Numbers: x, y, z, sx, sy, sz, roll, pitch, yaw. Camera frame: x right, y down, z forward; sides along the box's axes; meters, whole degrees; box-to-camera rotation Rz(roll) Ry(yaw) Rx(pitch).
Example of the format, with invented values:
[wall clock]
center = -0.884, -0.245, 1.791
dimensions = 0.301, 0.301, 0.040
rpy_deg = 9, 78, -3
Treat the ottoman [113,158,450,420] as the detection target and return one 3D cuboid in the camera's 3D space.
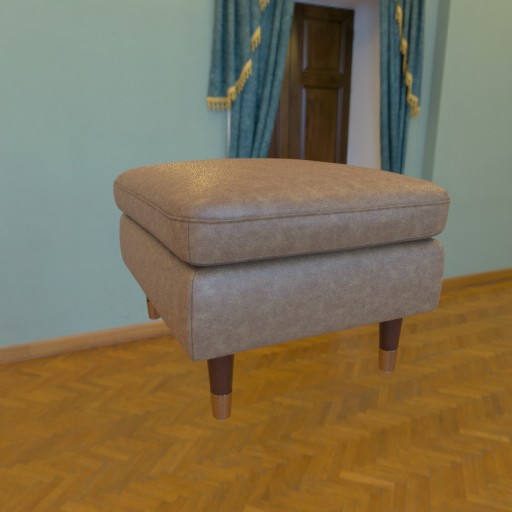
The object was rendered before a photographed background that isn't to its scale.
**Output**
[ottoman]
center = 0.000, 0.000, 1.122
dimensions = 0.593, 0.478, 0.747
rpy_deg = -7, 16, -25
